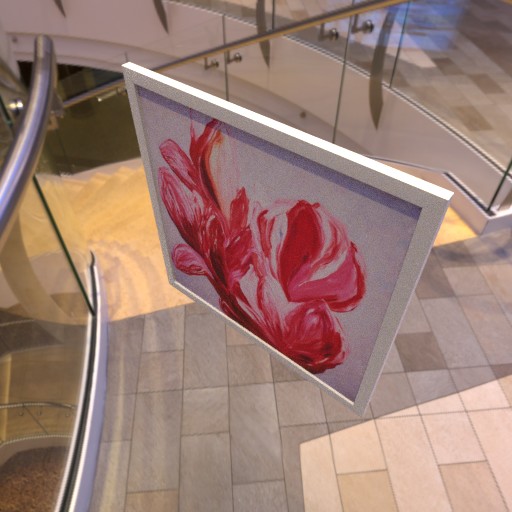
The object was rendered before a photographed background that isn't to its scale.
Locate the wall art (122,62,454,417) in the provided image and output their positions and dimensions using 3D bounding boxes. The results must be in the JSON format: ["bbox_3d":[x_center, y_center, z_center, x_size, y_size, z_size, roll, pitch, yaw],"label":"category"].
[{"bbox_3d":[0.000,0.000,0.968,0.664,0.661,0.020,30,53,26],"label":"wall art"}]
